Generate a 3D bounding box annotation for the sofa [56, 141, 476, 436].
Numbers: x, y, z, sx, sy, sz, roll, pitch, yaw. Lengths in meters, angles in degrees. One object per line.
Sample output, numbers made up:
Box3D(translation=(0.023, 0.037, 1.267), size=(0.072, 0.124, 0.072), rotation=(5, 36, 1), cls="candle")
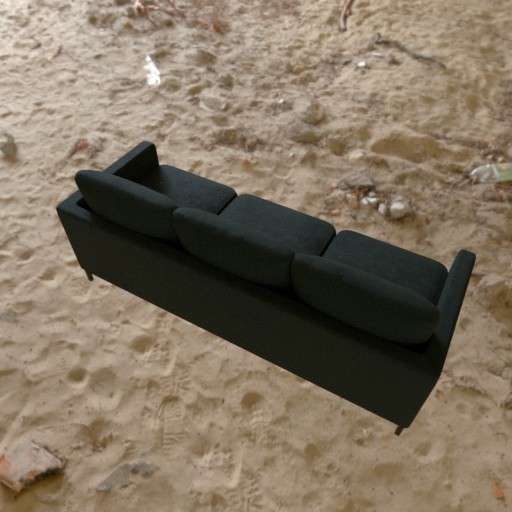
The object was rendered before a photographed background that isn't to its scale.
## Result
Box3D(translation=(0.000, 0.000, 2.612), size=(2.218, 0.870, 0.859), rotation=(22, 51, 20), cls="sofa")
